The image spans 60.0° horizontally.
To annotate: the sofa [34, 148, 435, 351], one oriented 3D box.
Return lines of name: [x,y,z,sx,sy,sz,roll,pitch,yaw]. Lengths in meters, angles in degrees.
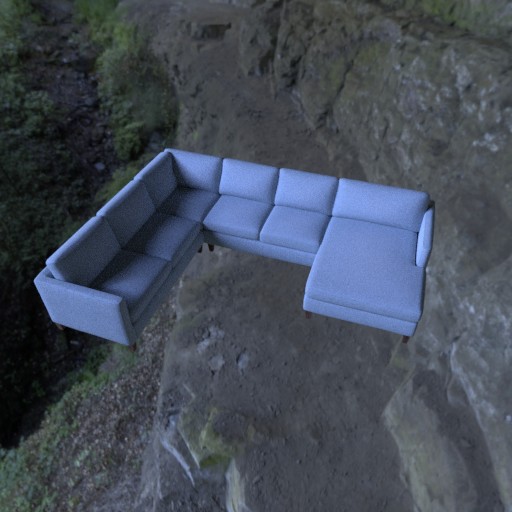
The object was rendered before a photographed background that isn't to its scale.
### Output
sofa: [0.000,0.000,4.607,3.403,0.889,2.551,13,42,14]
